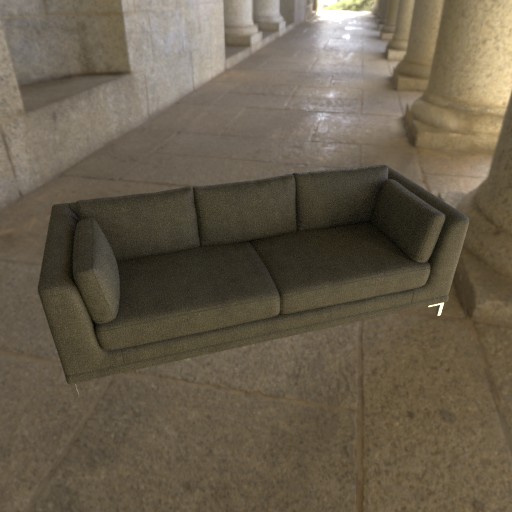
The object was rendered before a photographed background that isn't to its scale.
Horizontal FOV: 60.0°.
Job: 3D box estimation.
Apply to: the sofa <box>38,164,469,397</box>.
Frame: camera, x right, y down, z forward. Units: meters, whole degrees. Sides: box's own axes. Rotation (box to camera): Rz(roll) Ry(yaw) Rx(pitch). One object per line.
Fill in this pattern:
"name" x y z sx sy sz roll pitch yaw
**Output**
"sofa" 0.000 0.000 2.891 2.415 0.867 0.969 -9 33 -15
